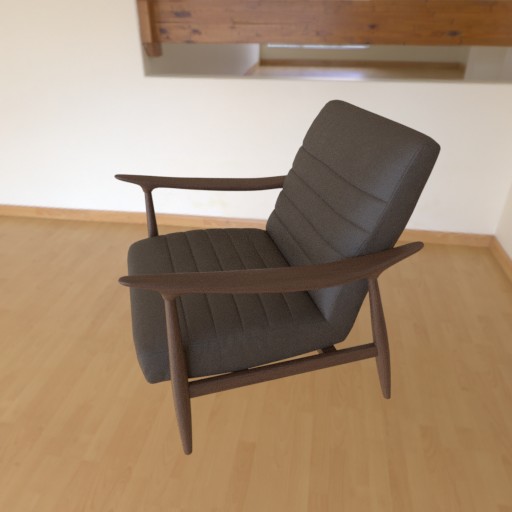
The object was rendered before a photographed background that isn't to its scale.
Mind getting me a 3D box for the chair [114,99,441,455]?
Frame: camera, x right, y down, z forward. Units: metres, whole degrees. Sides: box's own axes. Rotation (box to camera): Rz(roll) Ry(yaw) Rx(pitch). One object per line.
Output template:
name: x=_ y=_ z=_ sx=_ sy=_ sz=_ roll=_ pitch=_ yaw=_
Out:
chair: x=0.000 y=0.000 z=1.399 sx=0.798 sy=0.831 sz=0.741 roll=-8 pitch=31 yaw=-14
